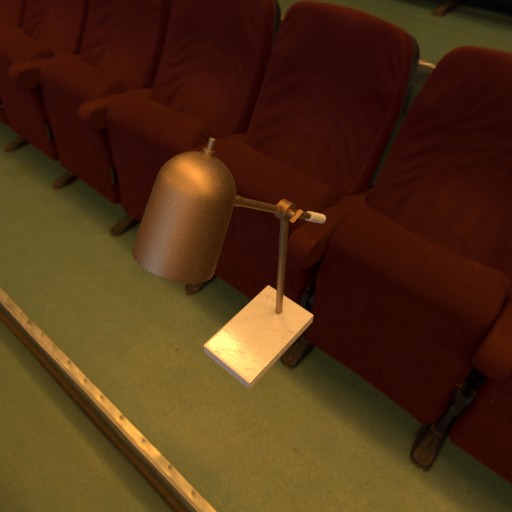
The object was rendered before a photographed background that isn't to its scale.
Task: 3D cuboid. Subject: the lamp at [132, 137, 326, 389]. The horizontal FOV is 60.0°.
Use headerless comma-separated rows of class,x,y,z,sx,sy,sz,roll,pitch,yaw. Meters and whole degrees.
lamp,0.000,0.000,0.847,0.144,0.603,0.471,32,55,26
